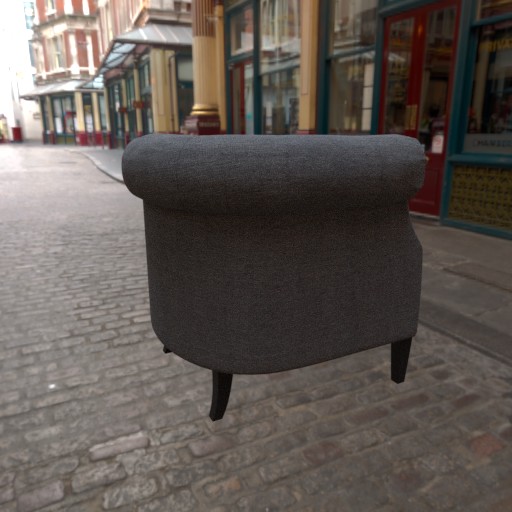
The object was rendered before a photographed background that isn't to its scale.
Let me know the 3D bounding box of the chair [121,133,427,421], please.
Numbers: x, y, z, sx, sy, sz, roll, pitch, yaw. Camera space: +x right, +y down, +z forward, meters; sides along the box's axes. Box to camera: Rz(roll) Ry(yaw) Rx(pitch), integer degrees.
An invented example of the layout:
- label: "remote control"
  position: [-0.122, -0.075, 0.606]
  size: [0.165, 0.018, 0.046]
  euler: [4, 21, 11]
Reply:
- label: "chair"
  position: [0.000, 0.000, 1.555]
  size: [0.852, 0.827, 0.905]
  euler: [-8, 17, -27]
